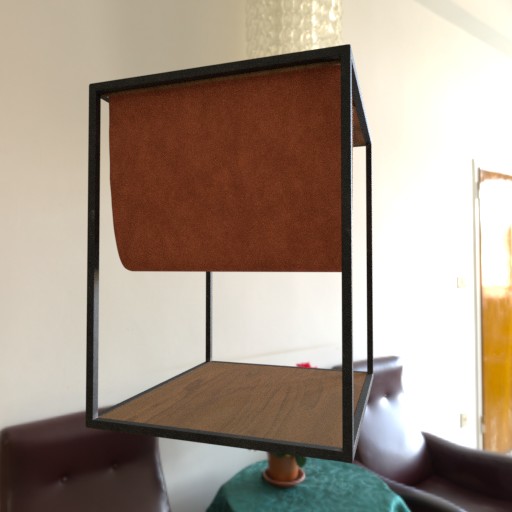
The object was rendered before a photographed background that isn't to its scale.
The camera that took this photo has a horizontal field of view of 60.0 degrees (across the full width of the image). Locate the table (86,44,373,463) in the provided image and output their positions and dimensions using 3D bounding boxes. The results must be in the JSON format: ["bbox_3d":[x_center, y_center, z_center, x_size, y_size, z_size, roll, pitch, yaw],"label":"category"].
[{"bbox_3d":[0.000,0.000,0.833,0.399,0.536,0.450,0,-2,18],"label":"table"}]
